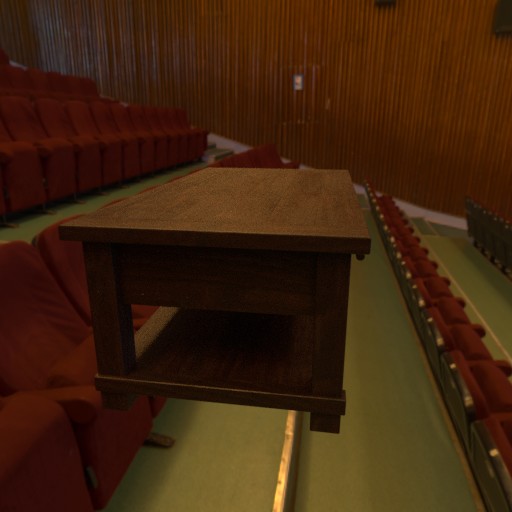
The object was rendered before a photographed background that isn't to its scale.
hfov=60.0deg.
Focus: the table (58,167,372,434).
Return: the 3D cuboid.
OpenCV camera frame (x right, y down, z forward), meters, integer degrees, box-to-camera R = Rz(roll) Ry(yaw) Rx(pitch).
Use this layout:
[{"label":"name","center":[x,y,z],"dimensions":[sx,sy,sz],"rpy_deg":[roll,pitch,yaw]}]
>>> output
[{"label":"table","center":[0.000,0.000,1.599],"dimensions":[0.700,0.494,1.270],"rpy_deg":[3,17,9]}]
